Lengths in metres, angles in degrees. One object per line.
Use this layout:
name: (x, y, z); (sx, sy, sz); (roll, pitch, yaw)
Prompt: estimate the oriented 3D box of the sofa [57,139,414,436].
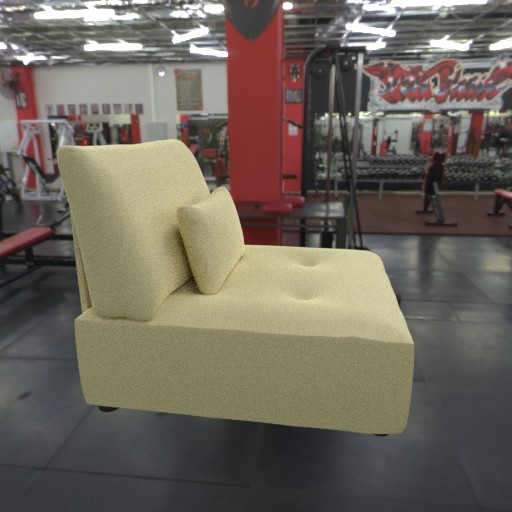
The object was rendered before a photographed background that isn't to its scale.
sofa: (0.000, 0.000, 1.646); (1.000, 0.820, 0.930); (3, 16, 9)
